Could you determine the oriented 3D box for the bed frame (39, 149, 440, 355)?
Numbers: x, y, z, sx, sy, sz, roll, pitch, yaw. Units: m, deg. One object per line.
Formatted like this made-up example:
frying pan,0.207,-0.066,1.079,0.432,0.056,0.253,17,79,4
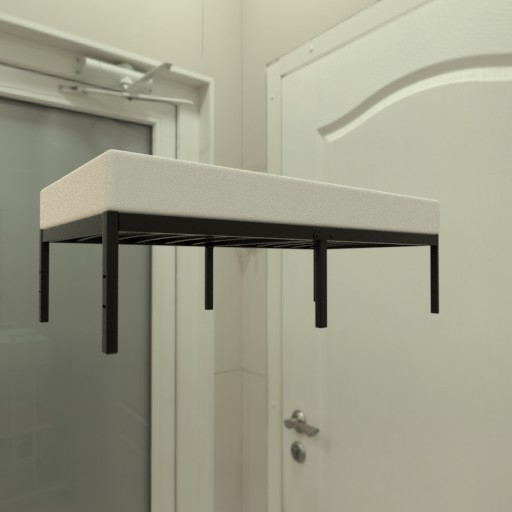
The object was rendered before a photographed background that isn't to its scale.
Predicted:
bed frame,0.000,0.000,2.391,1.950,0.659,1.023,1,-1,-37
